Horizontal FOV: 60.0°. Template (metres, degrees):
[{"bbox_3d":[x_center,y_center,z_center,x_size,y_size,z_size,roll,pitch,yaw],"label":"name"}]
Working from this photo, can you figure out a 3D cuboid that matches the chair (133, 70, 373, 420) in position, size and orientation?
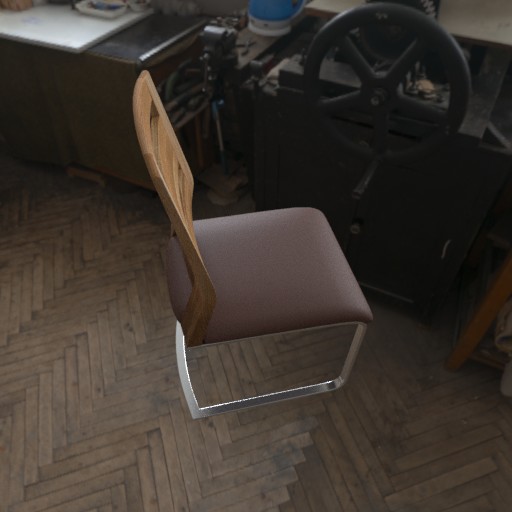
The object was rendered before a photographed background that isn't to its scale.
[{"bbox_3d":[0.000,0.000,1.259,0.570,0.970,0.460,-9,48,-8],"label":"chair"}]
